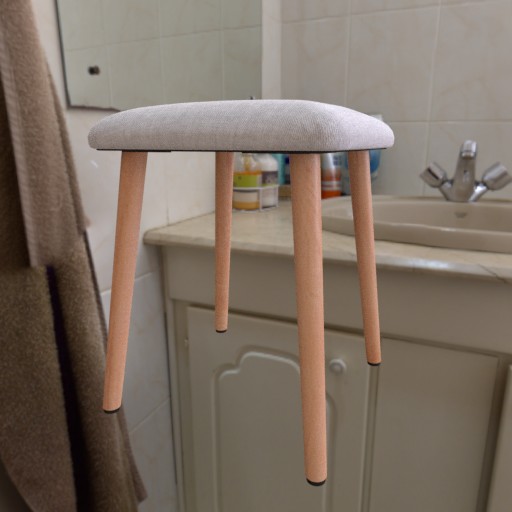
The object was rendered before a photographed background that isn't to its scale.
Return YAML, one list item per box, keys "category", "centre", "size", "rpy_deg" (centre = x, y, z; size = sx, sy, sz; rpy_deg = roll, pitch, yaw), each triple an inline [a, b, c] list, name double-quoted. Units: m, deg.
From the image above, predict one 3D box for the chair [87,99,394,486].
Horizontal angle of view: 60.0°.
- category: "chair"
  centre: [0.000, 0.000, 0.678]
  size: [0.350, 0.440, 0.350]
  rpy_deg: [7, 16, 25]
